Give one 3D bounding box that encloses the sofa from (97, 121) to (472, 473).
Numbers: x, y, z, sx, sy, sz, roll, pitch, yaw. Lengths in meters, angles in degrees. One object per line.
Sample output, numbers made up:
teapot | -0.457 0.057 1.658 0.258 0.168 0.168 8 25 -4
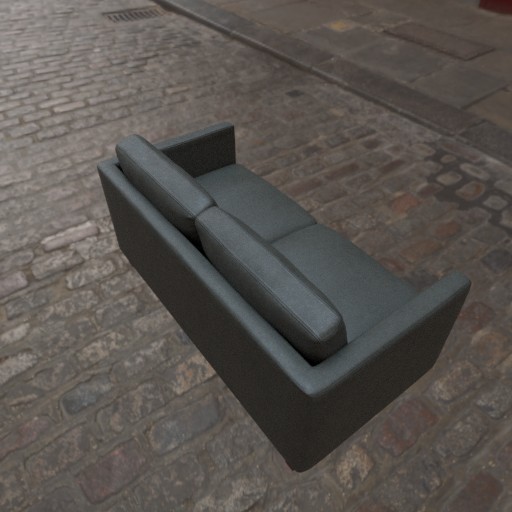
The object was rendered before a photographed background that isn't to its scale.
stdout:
sofa | 0.000 0.000 2.403 0.951 0.933 1.883 -27 49 -26
